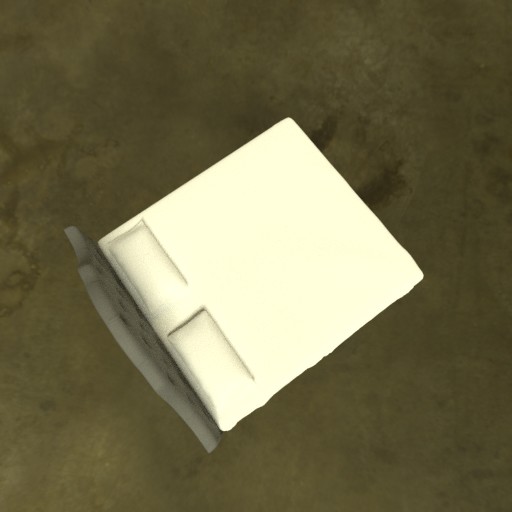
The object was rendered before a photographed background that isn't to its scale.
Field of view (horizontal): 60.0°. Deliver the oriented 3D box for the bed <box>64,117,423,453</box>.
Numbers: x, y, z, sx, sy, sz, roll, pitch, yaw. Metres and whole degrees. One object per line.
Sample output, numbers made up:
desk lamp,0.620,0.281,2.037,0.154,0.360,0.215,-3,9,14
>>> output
bed,0.000,0.000,3.590,2.214,1.615,2.008,-35,78,-9
